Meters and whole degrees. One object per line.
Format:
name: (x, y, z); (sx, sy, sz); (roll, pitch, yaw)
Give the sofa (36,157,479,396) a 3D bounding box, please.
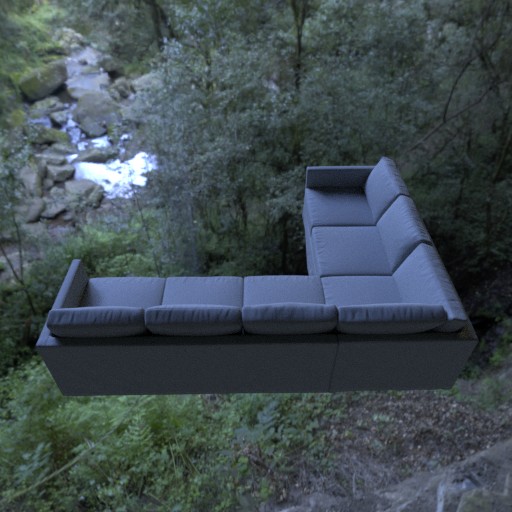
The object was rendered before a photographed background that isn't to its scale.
sofa: (0.000, 0.000, 4.210); (3.182, 0.871, 2.432); (-1, 42, -1)
